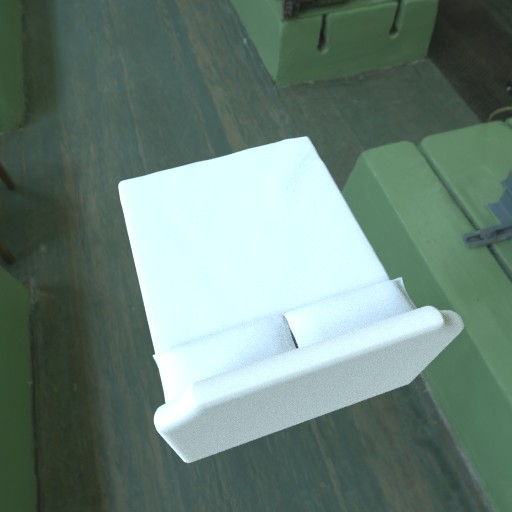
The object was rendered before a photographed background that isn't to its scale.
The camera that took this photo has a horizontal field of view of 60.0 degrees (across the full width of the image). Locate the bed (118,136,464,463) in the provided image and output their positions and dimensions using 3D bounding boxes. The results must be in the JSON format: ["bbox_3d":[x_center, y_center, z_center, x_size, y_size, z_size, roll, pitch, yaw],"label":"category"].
[{"bbox_3d":[0.000,0.000,3.785,2.134,1.524,2.548,-16,59,-10],"label":"bed"}]
